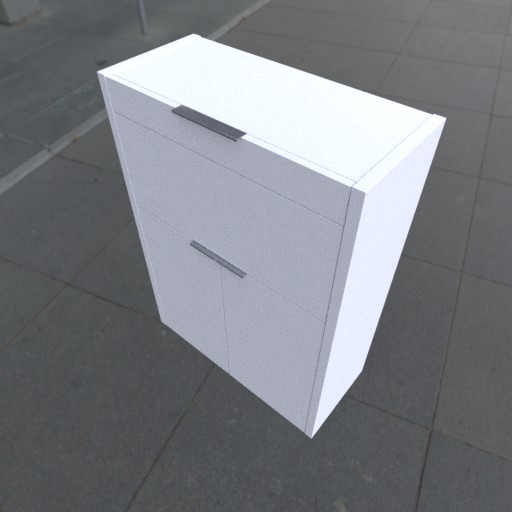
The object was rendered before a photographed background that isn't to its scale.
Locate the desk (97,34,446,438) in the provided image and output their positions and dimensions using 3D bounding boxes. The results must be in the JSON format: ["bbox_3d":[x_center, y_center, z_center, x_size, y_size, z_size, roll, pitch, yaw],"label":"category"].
[{"bbox_3d":[0.000,0.000,1.563,0.850,1.190,0.390,31,53,27],"label":"desk"}]
